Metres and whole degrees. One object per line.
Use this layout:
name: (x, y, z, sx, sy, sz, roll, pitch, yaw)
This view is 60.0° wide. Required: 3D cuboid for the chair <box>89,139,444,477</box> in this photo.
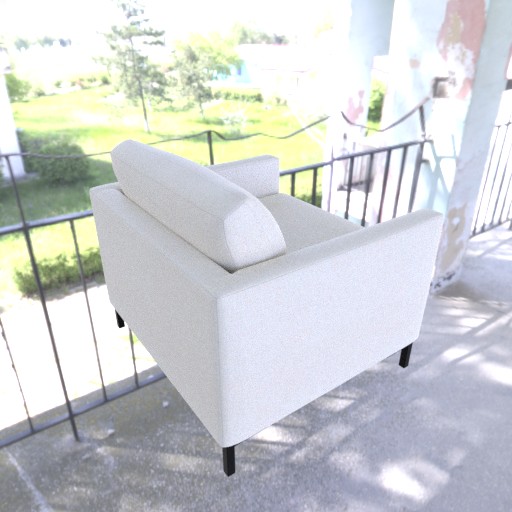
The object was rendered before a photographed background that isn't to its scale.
chair: (0.000, 0.000, 1.630, 0.875, 0.806, 0.964, -18, 32, -31)
